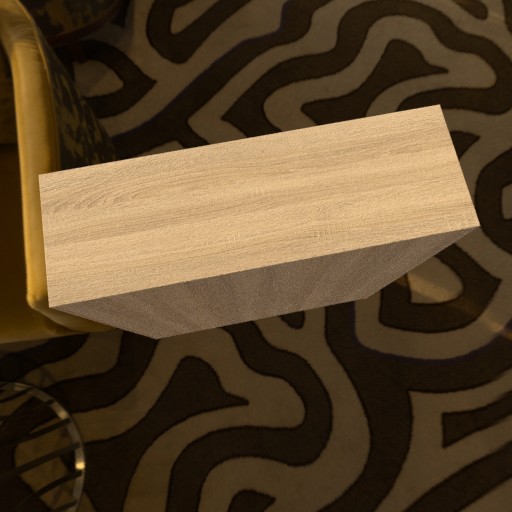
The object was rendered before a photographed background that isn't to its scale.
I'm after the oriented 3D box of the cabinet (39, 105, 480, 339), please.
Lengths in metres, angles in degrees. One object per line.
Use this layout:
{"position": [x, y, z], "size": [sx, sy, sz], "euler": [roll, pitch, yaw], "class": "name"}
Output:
{"position": [0.000, 0.000, 2.959], "size": [1.870, 2.060, 0.620], "euler": [-11, 76, -3], "class": "cabinet"}
